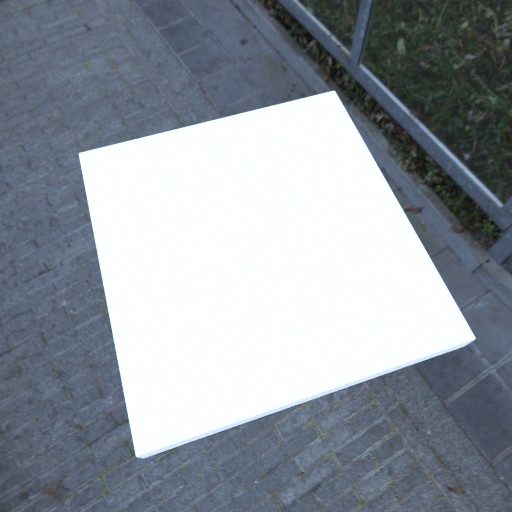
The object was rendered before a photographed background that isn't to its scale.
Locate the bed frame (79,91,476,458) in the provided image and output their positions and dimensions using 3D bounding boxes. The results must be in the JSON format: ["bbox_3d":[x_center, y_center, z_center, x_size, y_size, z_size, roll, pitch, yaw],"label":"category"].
[{"bbox_3d":[0.000,0.000,3.030,1.930,0.559,2.032,-16,64,-8],"label":"bed frame"}]
